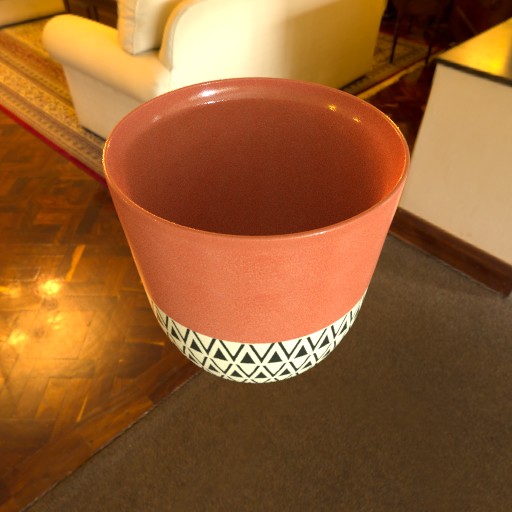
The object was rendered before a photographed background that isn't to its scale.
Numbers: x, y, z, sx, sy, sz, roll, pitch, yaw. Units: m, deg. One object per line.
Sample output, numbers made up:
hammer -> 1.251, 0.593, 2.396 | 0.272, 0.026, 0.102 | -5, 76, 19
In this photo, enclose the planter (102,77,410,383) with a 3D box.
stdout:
planter -> 0.000, 0.000, 0.363 | 0.195, 0.214, 0.195 | 0, 45, 0
